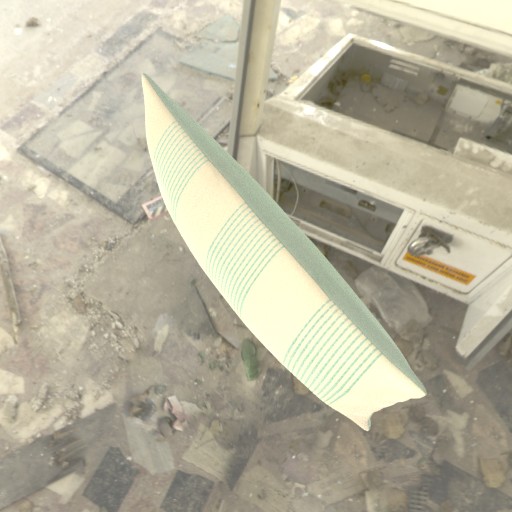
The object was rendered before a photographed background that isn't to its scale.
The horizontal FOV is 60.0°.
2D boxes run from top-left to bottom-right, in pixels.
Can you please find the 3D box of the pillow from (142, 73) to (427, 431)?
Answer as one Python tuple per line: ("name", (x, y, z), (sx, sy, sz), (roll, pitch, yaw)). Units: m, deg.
("pillow", (0.000, 0.000, 0.704), (0.151, 0.287, 0.610), (-33, 67, -16))
